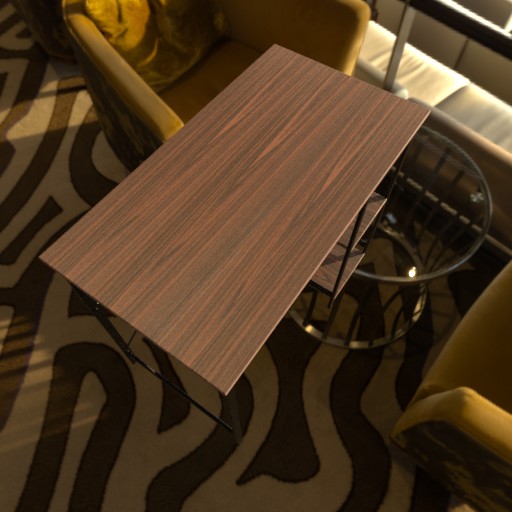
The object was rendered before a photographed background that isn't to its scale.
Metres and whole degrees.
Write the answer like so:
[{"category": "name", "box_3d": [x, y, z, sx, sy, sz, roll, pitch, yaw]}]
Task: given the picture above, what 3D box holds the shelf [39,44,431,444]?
[{"category": "shelf", "box_3d": [0.000, 0.000, 1.379, 0.498, 0.750, 0.902, 31, 64, 17]}]
